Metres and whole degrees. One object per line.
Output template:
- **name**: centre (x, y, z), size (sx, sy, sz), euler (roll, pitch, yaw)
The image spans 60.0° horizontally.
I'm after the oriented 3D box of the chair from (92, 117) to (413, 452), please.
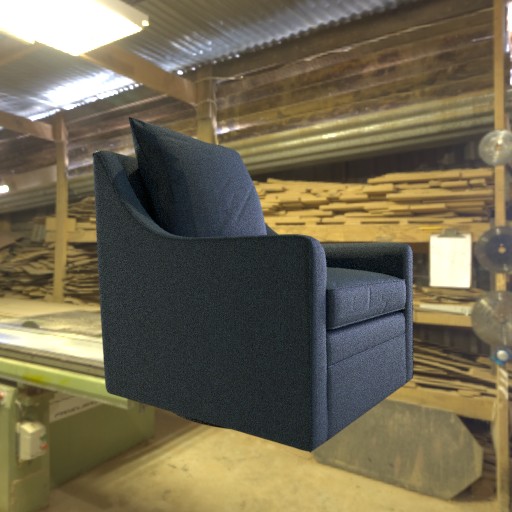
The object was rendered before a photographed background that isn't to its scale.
- **chair**: centre (0.000, 0.000, 1.544), size (0.870, 0.939, 0.750), euler (0, 0, 36)
